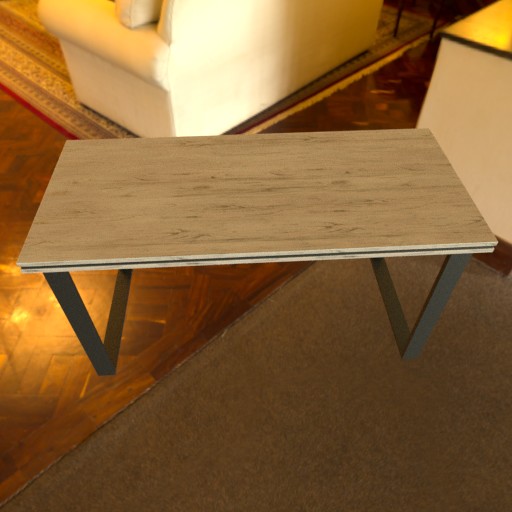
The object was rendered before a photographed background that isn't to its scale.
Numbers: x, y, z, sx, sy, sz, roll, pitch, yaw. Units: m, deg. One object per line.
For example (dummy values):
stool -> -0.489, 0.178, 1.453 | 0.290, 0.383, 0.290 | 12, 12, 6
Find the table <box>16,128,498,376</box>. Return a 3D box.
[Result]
table -> 0.000, 0.000, 2.230 | 1.778, 0.899, 0.795 | -3, 47, -2
